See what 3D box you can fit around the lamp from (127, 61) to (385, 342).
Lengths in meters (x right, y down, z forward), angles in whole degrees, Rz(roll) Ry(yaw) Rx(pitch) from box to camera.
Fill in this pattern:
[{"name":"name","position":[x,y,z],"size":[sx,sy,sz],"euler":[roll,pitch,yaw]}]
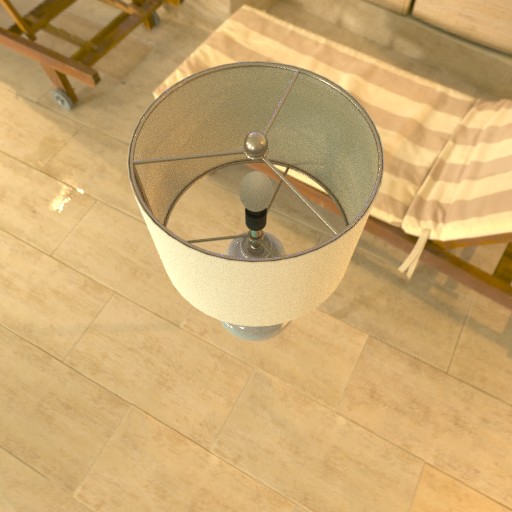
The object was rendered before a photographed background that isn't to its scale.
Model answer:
[{"name":"lamp","position":[0.000,0.000,0.937],"size":[0.367,0.730,0.367],"euler":[31,67,15]}]
